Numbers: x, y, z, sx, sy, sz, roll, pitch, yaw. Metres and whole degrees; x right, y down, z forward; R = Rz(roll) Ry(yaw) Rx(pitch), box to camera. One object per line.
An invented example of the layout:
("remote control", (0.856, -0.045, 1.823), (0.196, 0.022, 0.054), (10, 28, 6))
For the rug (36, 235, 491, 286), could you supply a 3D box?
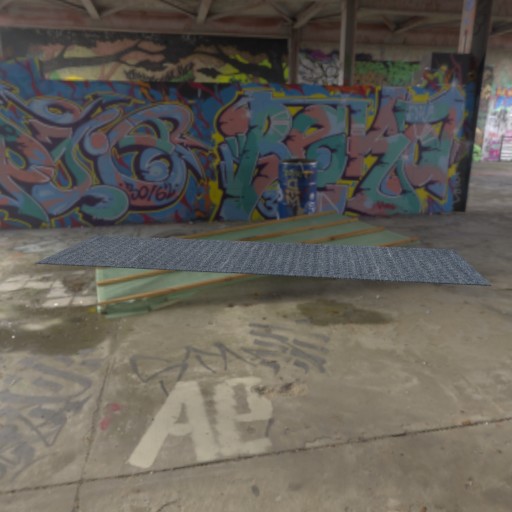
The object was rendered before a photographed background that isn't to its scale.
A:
("rug", (0.000, 0.000, 2.672), (2.443, 0.008, 0.688), (2, 16, 9))
